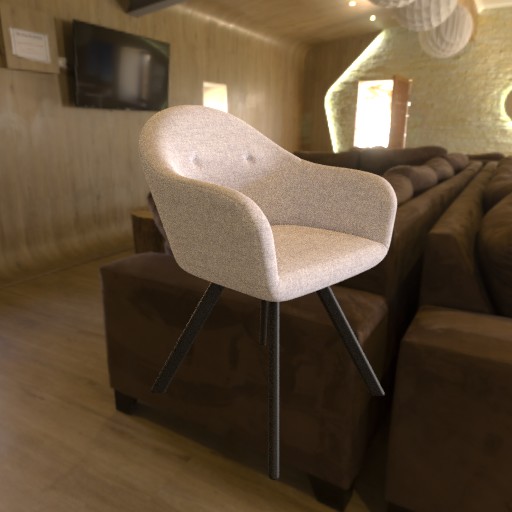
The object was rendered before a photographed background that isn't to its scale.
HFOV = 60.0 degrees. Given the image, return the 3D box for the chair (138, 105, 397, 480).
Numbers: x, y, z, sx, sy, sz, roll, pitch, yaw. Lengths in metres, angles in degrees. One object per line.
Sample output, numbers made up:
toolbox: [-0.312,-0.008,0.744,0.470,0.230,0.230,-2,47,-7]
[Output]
chair: [0.000,0.000,1.176,0.570,0.780,0.540,15,21,43]
